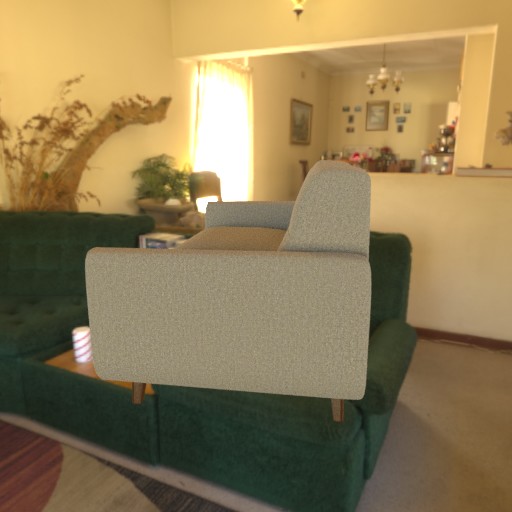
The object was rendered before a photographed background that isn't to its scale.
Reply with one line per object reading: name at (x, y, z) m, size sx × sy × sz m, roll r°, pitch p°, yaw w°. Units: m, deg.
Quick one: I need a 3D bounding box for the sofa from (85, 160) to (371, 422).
sofa at (0.000, 0.000, 2.207) m, size 0.952 × 0.925 × 1.651 m, roll 2°, pitch 13°, yaw 8°
